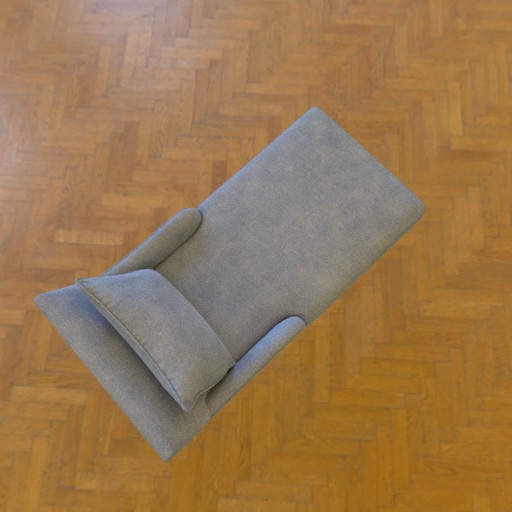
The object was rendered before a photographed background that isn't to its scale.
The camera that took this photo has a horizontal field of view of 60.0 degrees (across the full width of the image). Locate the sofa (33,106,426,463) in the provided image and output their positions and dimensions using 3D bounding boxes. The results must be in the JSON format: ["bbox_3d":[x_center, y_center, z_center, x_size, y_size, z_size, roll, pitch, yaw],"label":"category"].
[{"bbox_3d":[0.000,0.000,2.305,1.779,0.883,0.904,-42,79,-10],"label":"sofa"}]
